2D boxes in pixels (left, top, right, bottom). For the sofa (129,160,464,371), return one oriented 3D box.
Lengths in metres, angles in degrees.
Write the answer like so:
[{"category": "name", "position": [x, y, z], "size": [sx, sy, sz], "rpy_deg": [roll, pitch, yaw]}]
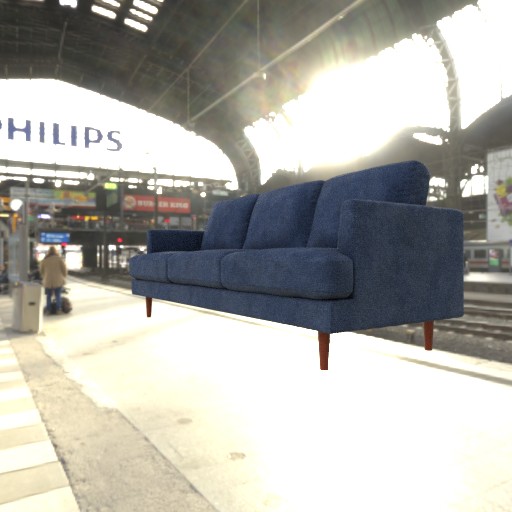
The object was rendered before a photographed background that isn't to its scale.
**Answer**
[{"category": "sofa", "position": [0.000, 0.000, 2.767], "size": [0.903, 0.930, 2.246], "rpy_deg": [0, 0, -34]}]
